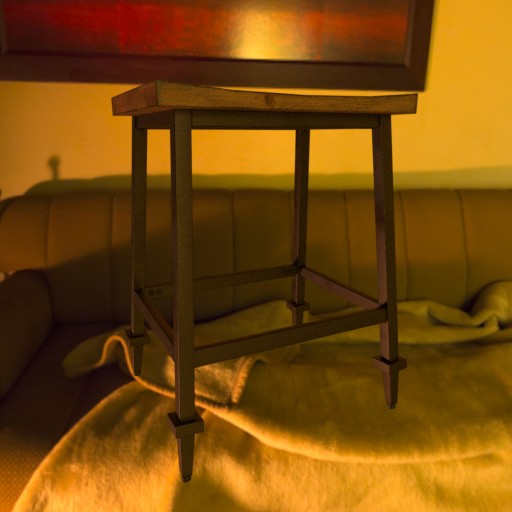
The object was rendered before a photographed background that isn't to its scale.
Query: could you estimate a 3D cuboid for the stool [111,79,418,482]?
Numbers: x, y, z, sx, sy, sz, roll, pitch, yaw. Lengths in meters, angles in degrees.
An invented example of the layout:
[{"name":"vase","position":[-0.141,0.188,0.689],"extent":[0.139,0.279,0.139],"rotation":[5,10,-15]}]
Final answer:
[{"name":"stool","position":[0.000,0.000,0.915],"extent":[0.486,0.625,0.405],"rotation":[-8,17,-26]}]
